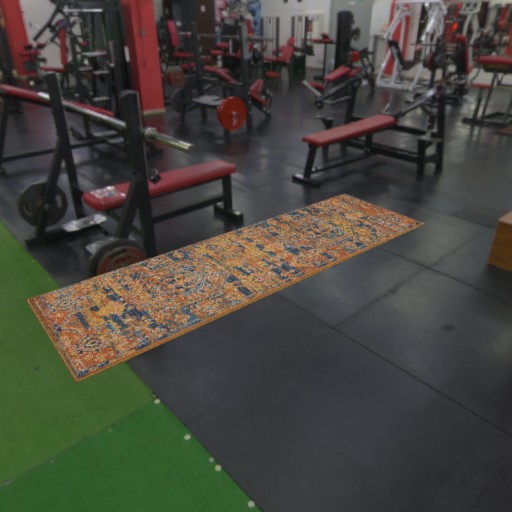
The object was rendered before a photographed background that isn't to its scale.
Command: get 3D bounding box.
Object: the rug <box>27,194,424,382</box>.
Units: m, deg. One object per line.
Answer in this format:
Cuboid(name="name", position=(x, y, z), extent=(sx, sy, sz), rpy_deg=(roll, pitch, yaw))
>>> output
Cuboid(name="rug", position=(0.000, 0.000, 2.013), extent=(1.820, 0.013, 0.556), rpy_deg=(-21, 35, -33))
